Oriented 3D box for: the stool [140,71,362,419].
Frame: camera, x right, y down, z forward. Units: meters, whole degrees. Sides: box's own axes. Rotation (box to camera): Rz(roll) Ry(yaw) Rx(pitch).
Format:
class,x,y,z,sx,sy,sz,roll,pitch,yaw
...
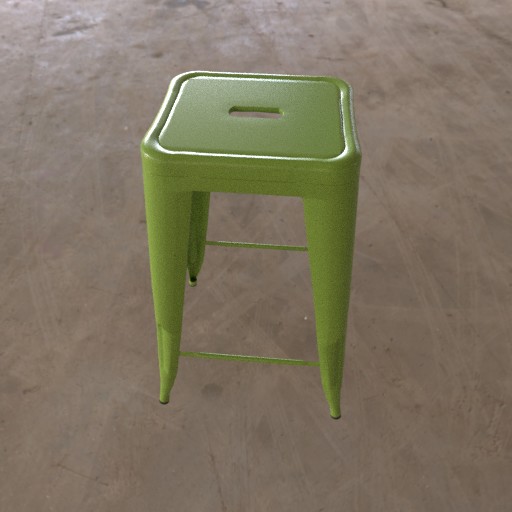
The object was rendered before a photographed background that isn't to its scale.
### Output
class,x,y,z,sx,sy,sz,roll,pitch,yaw
stool,0.000,0.000,0.859,0.398,0.609,0.358,4,47,4
